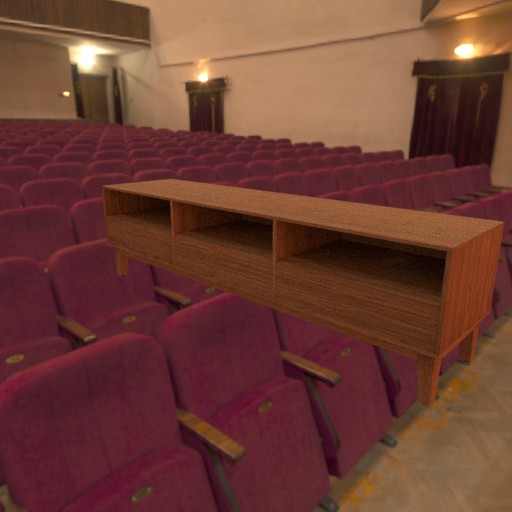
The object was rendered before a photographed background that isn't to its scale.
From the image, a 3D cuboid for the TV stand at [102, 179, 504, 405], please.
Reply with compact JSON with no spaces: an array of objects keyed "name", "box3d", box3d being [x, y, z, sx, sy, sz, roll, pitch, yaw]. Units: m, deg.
[{"name":"TV stand","box3d":[0.000,0.000,1.602,1.482,0.409,0.366,15,22,41]}]
